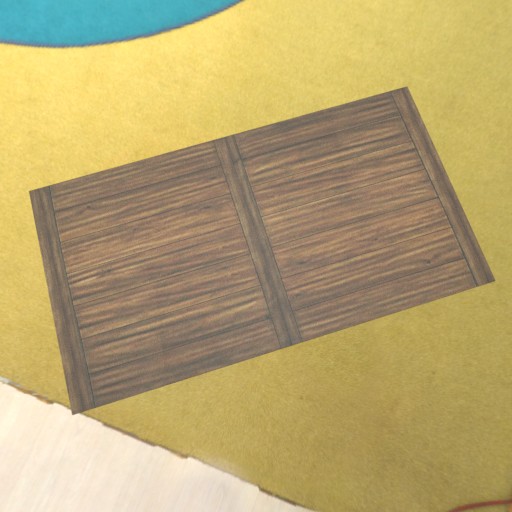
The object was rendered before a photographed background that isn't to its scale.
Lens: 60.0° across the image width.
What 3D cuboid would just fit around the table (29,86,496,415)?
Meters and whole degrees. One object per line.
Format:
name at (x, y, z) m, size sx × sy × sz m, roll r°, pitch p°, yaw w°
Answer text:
table at (0.000, 0.000, 2.468) m, size 1.966 × 0.793 × 1.071 m, roll -17°, pitch 76°, yaw -4°
